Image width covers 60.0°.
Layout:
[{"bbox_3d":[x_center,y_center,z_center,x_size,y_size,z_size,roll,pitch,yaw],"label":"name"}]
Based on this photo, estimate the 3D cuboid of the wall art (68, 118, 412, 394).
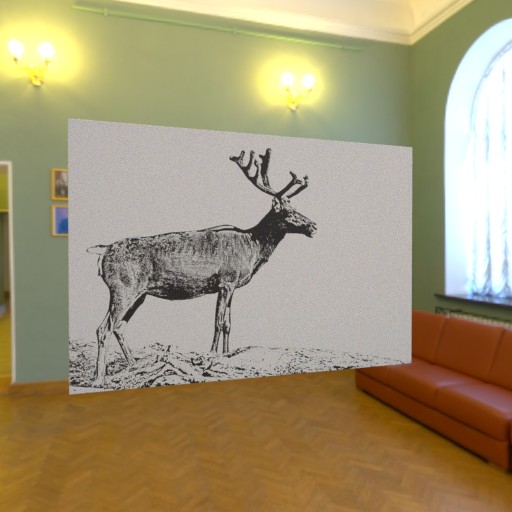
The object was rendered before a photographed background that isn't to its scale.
[{"bbox_3d":[0.000,0.000,0.491,0.381,0.259,0.038,0,1,-18],"label":"wall art"}]
